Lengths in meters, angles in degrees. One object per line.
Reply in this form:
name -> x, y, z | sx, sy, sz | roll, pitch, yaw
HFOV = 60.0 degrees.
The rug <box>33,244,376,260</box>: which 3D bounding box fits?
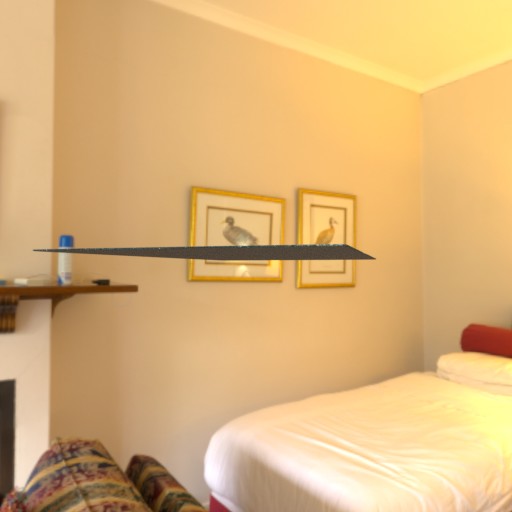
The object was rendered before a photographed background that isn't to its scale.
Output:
rug -> 0.000, 0.000, 2.252 | 1.102, 0.008, 1.795 | -1, -2, 18
